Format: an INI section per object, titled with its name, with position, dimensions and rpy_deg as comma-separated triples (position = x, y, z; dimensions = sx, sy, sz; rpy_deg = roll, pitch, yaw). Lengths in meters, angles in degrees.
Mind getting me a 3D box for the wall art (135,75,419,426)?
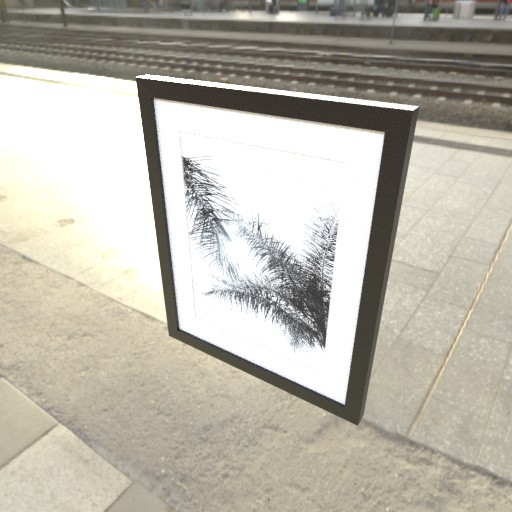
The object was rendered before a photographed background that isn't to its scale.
[wall art]
position = 0.000, 0.000, 0.780
dimensions = 0.457, 0.557, 0.028
rpy_deg = 18, 35, 28
